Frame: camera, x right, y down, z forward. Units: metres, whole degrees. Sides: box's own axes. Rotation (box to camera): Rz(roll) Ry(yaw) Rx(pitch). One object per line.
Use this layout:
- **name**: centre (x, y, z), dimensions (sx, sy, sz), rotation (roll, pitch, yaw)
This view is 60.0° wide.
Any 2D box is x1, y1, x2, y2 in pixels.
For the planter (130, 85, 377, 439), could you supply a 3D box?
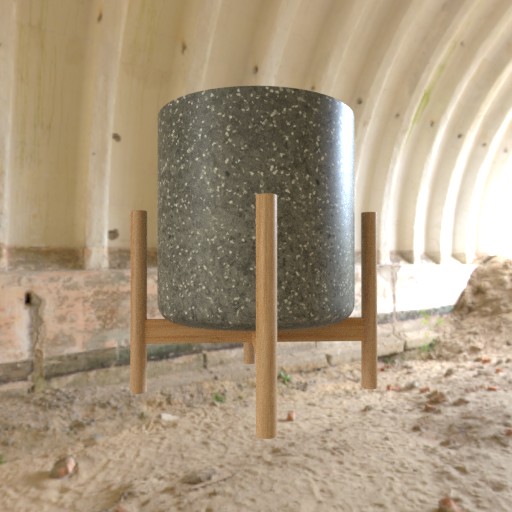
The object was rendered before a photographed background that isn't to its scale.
- **planter**: centre (0.000, 0.000, 0.698), dimensions (0.360, 0.419, 0.360), rotation (0, -1, 19)
